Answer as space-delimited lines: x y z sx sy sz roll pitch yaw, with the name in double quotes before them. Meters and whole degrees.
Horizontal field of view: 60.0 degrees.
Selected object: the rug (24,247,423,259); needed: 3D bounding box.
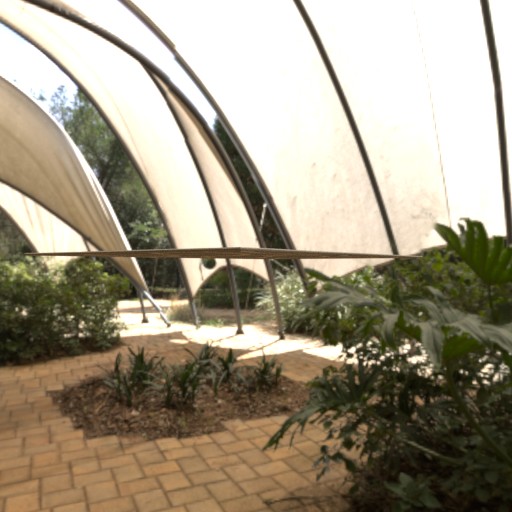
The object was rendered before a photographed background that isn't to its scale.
"rug" 0.000 0.000 2.931 1.528 0.014 2.294 -1 -1 36
